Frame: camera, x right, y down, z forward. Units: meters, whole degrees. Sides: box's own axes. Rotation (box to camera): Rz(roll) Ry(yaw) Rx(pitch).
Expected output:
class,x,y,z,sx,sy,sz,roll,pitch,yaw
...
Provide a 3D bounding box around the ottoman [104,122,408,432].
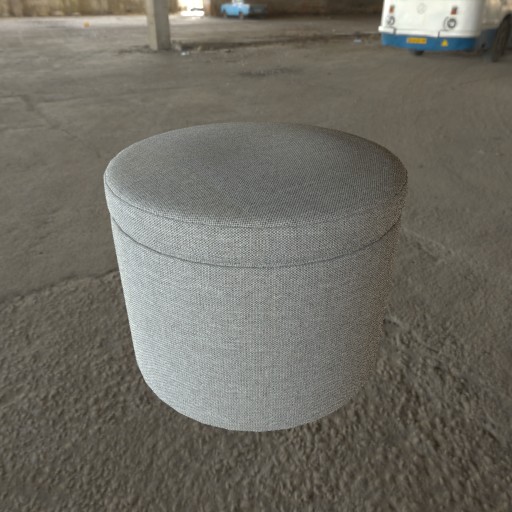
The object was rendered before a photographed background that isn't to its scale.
class,x,y,z,sx,sy,sz,roll,pitch,yaw
ottoman,0.000,0.000,0.847,0.500,0.419,0.500,0,31,0
